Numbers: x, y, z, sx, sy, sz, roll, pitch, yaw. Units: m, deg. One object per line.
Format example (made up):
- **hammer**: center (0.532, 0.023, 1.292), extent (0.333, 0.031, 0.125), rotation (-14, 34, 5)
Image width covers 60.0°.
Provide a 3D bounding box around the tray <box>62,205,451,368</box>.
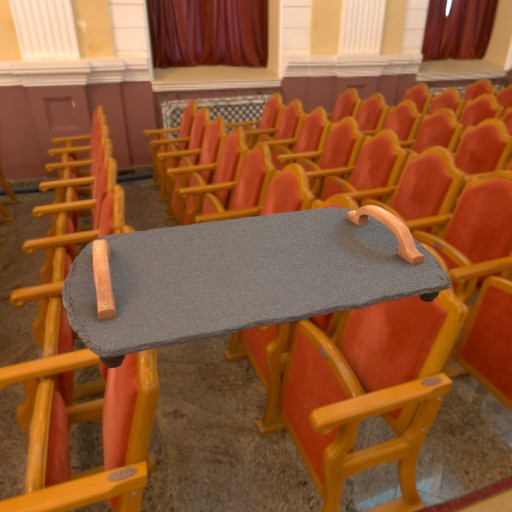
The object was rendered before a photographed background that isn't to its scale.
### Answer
- **tray**: center (0.000, 0.000, 0.471), extent (0.387, 0.062, 0.231), rotation (-9, 28, -17)
